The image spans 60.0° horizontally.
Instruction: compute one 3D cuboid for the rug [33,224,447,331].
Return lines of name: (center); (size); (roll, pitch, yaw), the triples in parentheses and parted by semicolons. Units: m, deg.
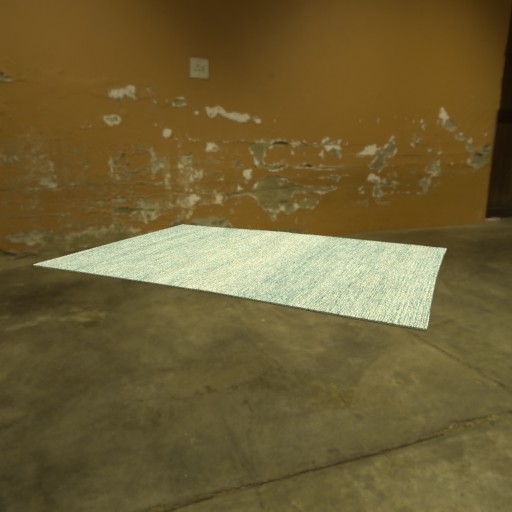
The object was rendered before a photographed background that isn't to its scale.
rug: (0.000, 0.000, 2.967); (2.306, 0.030, 1.613); (7, 15, 25)
